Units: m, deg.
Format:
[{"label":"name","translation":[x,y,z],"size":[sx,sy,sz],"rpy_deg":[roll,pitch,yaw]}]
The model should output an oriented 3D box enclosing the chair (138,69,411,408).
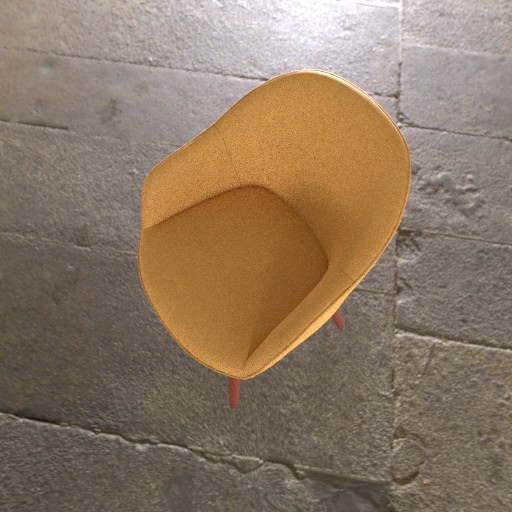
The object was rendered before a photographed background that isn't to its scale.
[{"label":"chair","translation":[0.000,0.000,1.258],"size":[0.635,0.823,0.596],"rpy_deg":[-32,67,-15]}]
